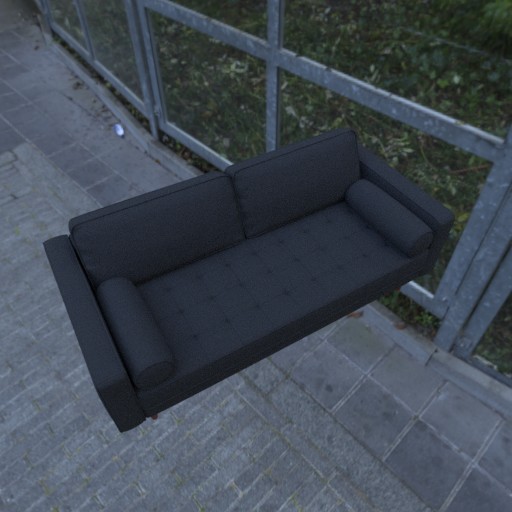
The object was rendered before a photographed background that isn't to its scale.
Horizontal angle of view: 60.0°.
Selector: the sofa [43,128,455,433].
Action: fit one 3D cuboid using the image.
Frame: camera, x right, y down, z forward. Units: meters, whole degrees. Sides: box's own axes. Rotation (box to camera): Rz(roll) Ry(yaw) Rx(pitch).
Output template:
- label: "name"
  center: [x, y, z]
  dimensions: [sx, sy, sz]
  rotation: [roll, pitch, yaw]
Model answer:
- label: "sofa"
  center: [0.000, 0.000, 2.325]
  dimensions: [1.875, 0.759, 0.914]
  rotation: [-23, 51, -20]
